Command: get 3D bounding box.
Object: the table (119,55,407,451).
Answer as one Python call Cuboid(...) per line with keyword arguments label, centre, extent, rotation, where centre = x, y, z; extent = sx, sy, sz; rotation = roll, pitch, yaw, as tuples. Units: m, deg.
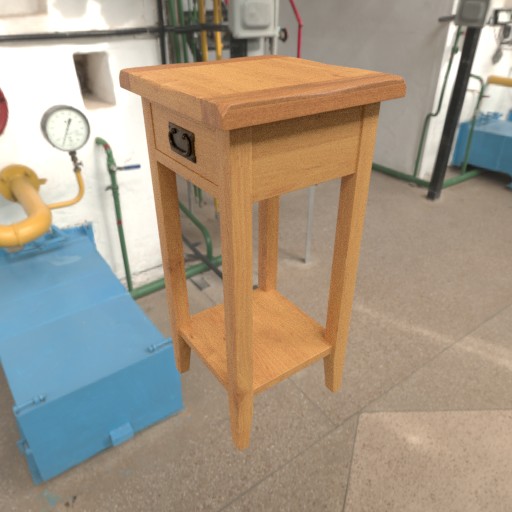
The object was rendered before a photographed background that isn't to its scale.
Cuboid(label="table", centre=(0.000, 0.000, 0.957), extent=(0.360, 0.740, 0.360), rotation=(-20, 37, -30))
